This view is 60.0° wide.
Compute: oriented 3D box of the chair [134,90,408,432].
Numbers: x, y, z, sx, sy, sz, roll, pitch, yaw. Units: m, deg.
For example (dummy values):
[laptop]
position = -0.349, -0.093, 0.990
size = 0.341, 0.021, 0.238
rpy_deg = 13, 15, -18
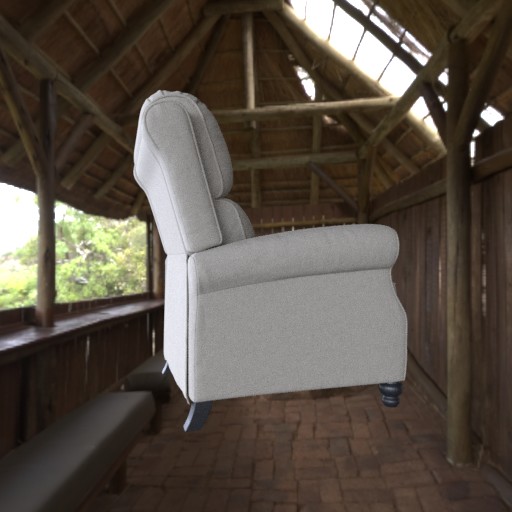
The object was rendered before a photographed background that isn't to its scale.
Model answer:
[chair]
position = 0.000, 0.000, 1.756
size = 0.919, 1.046, 0.859
rpy_deg = 0, 0, -17
